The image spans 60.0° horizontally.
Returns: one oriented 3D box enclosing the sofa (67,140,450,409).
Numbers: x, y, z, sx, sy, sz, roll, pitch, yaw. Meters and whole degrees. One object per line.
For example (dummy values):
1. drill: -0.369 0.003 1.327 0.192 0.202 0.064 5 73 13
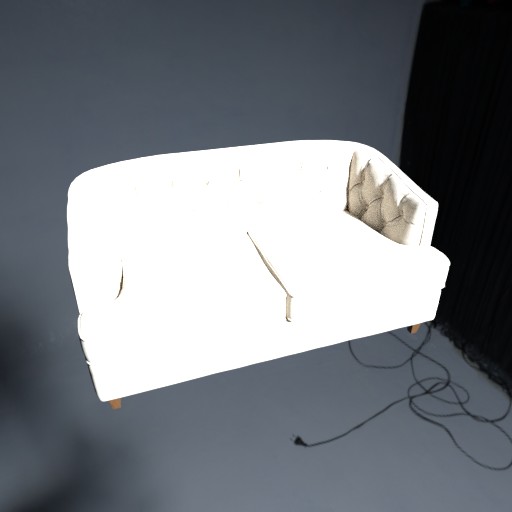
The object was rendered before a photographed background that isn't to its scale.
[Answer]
1. sofa: 0.000 0.000 2.293 1.731 0.878 0.940 -10 33 -16
